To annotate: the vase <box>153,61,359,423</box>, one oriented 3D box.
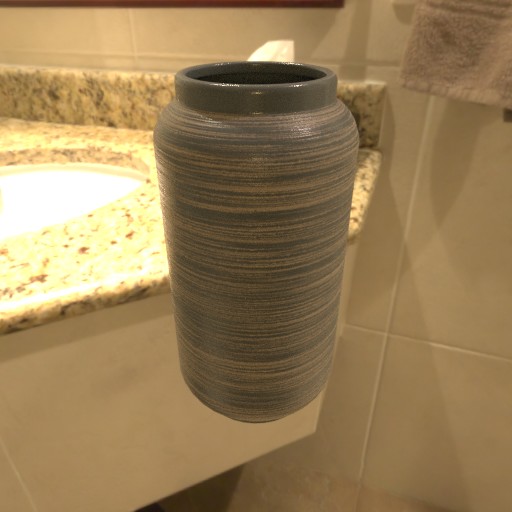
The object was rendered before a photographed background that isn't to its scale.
[{"bbox_3d":[0.000,0.000,0.296,0.116,0.230,0.116,0,31,0],"label":"vase"}]
